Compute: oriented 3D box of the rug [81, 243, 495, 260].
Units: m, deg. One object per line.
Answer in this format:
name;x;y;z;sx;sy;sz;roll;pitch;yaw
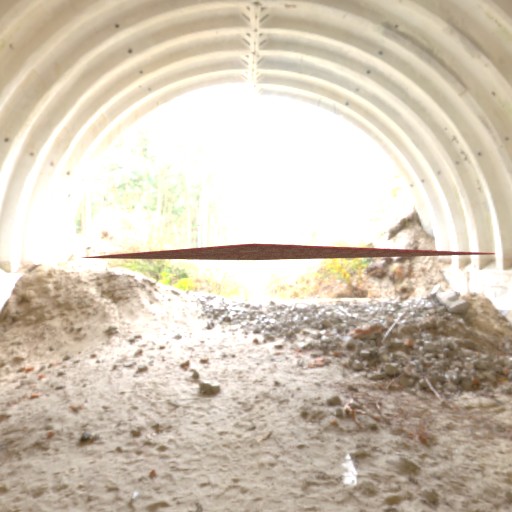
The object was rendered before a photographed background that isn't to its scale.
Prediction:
rug;0.000;0.000;4.231;2.389;0.011;3.306;1;-2;-36
